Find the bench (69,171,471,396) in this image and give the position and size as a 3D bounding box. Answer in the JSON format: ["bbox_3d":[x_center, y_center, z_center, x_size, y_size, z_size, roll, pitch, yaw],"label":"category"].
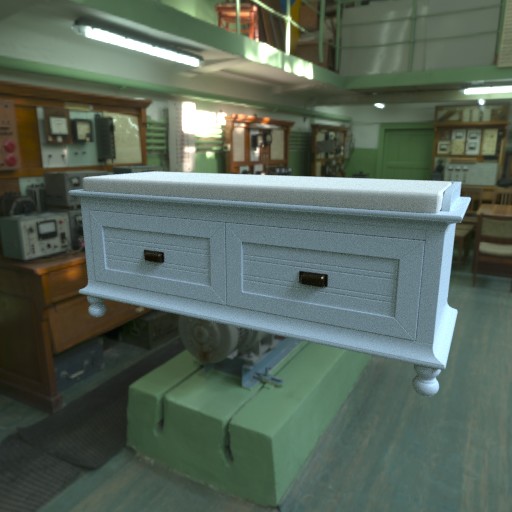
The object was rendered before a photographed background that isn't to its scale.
[{"bbox_3d":[0.000,0.000,1.415,1.185,0.486,0.402,7,16,27],"label":"bench"}]
